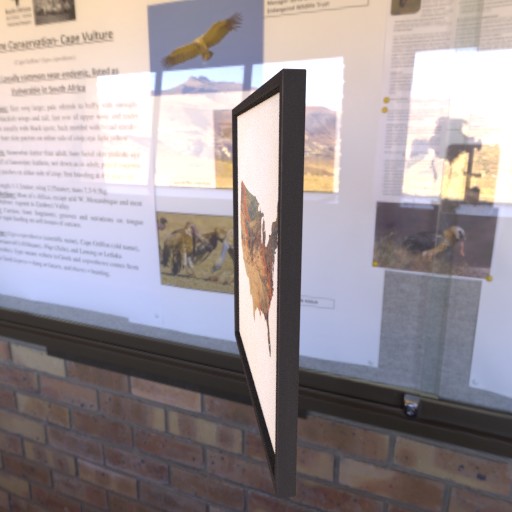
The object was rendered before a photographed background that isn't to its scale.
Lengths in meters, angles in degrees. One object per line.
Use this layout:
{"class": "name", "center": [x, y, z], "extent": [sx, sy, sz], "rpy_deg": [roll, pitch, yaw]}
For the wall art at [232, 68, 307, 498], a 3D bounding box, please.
{"class": "wall art", "center": [0.000, 0.000, 0.445], "extent": [0.015, 0.303, 0.304], "rpy_deg": [-2, 14, -8]}
